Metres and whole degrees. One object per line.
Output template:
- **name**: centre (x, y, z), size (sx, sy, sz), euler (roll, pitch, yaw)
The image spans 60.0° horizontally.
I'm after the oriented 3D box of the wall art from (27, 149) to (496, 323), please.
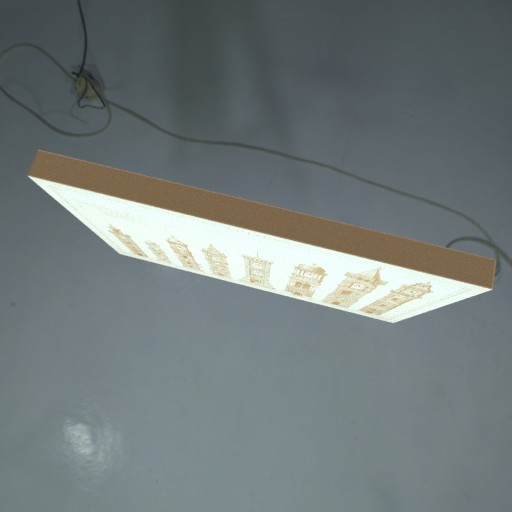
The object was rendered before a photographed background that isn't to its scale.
- **wall art**: centre (0.000, 0.000, 0.765), size (0.609, 0.407, 0.039), euler (14, 76, 4)
